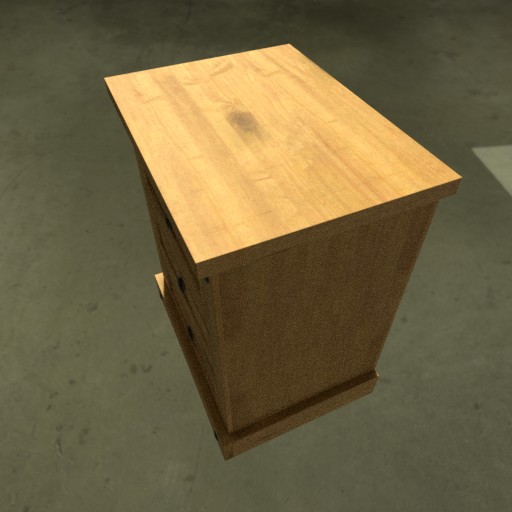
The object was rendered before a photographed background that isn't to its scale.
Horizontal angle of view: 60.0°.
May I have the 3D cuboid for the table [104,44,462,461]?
[{"bbox_3d":[0.000,0.000,1.211,0.500,0.813,0.660,-18,49,-17],"label":"table"}]
